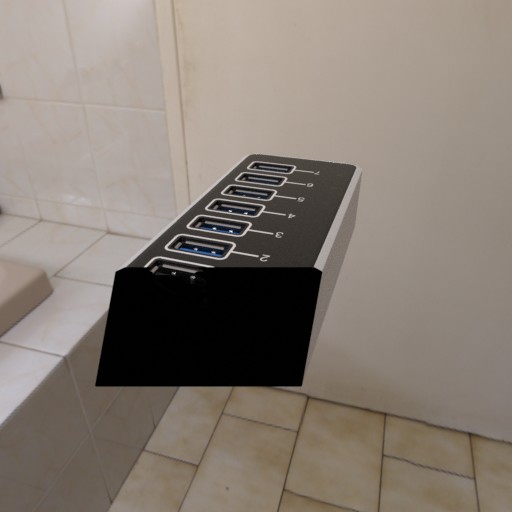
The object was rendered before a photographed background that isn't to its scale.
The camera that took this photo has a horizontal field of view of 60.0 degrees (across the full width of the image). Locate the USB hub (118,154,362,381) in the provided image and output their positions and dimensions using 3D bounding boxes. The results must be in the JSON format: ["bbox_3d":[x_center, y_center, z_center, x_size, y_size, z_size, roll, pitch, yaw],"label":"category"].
[{"bbox_3d":[0.000,0.000,0.126,0.044,0.023,0.110,10,33,16],"label":"USB hub"}]
